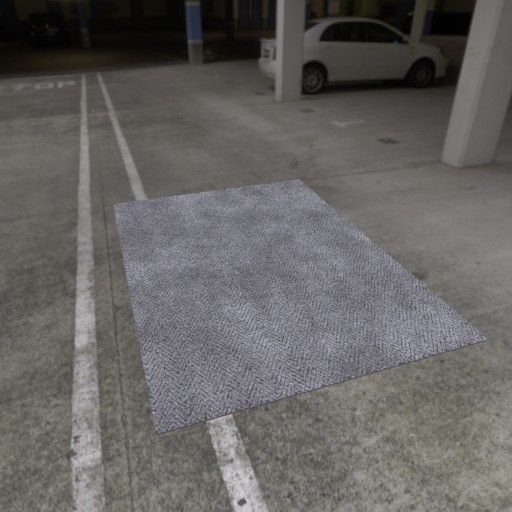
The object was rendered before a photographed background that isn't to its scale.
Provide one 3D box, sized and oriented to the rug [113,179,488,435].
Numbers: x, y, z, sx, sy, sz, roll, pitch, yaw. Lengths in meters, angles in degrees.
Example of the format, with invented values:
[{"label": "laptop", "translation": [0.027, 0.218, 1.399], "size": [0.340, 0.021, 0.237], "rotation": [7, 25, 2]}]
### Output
[{"label": "rug", "translation": [0.000, 0.000, 2.820], "size": [1.600, 0.008, 2.235], "rotation": [-10, 33, -17]}]
